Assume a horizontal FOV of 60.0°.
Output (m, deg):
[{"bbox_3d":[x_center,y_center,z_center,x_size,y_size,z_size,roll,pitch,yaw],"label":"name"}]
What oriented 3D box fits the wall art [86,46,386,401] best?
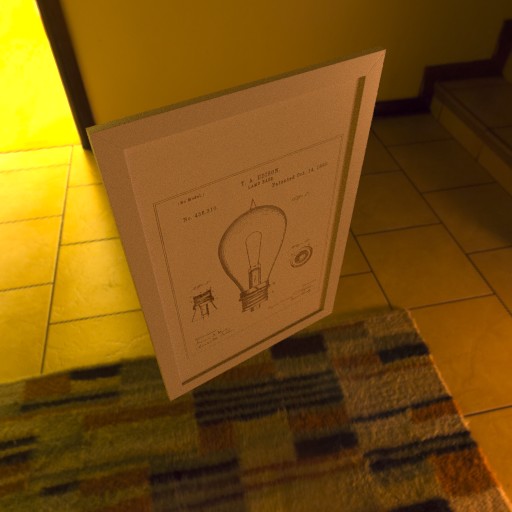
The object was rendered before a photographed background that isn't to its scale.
[{"bbox_3d":[0.000,0.000,0.593,0.325,0.474,0.010,-24,51,-22],"label":"wall art"}]
